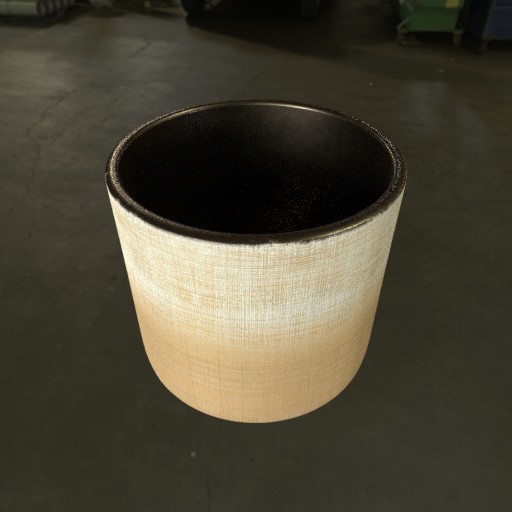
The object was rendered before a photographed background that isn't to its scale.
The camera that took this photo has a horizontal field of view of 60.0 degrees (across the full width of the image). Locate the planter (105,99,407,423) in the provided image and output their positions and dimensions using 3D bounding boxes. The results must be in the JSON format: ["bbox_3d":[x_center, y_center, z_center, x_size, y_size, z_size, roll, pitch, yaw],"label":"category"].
[{"bbox_3d":[0.000,0.000,0.391,0.221,0.201,0.221,0,40,0],"label":"planter"}]
